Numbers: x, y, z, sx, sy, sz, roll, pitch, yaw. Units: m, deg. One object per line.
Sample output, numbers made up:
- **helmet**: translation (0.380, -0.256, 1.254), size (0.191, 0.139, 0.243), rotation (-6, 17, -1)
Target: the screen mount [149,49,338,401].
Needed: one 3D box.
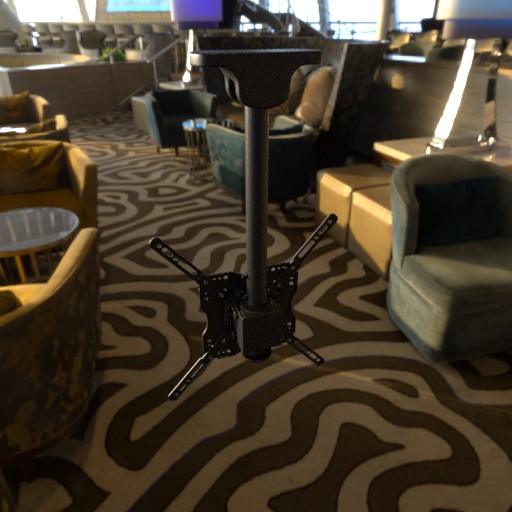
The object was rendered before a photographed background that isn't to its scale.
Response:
- **screen mount**: translation (0.000, 0.000, 0.866), size (0.393, 0.729, 0.090), rotation (-9, 29, -16)
